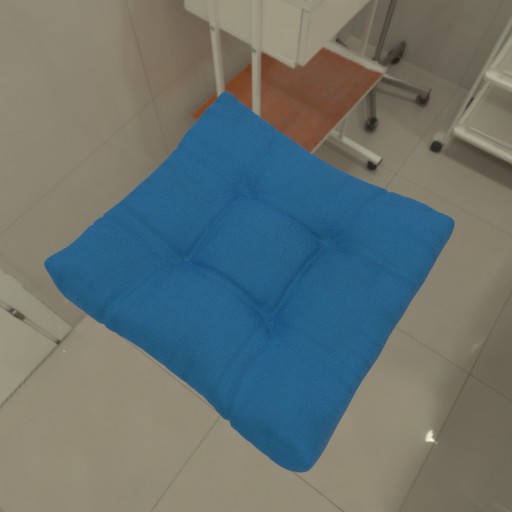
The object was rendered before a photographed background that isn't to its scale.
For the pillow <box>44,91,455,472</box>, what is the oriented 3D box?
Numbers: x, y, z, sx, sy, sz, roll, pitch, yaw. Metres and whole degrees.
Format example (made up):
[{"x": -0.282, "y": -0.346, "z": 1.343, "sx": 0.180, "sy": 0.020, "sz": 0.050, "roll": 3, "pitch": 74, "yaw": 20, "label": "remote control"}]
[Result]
[{"x": 0.000, "y": 0.000, "z": 0.726, "sx": 0.490, "sy": 0.128, "sz": 0.468, "roll": 33, "pitch": 68, "yaw": 15, "label": "pillow"}]
